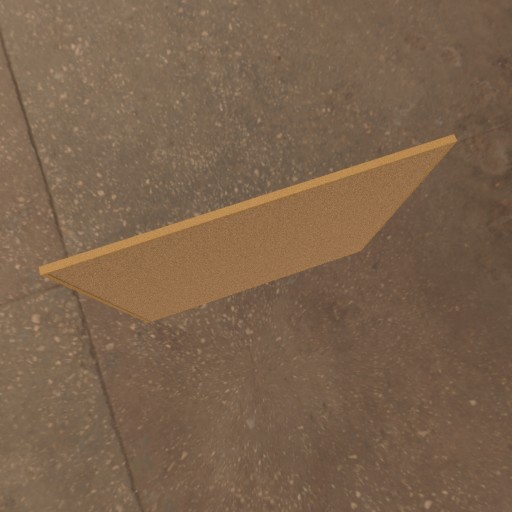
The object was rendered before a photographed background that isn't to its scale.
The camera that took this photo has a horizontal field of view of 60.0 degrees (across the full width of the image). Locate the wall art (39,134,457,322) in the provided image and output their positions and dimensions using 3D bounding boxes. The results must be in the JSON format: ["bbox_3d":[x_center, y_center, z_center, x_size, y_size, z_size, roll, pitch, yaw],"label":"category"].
[{"bbox_3d":[0.000,0.000,0.981,0.657,0.655,0.014,-18,76,-5],"label":"wall art"}]
